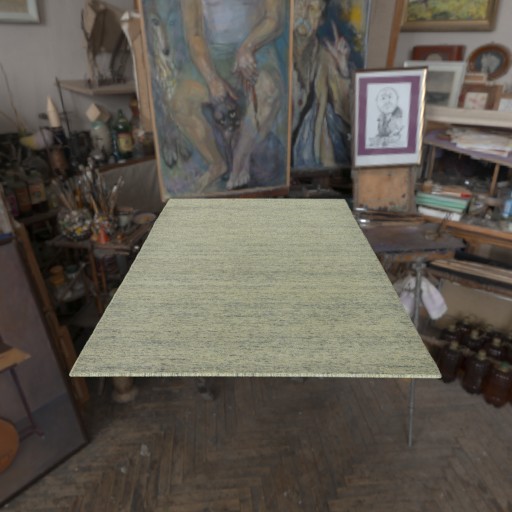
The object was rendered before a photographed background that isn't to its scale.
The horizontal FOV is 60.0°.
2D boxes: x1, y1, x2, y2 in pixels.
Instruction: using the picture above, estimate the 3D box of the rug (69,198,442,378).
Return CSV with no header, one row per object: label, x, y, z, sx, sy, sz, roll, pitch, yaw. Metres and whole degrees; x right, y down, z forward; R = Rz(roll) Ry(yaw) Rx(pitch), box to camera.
rug,0.000,0.000,2.294,1.243,0.014,1.846,0,26,0
